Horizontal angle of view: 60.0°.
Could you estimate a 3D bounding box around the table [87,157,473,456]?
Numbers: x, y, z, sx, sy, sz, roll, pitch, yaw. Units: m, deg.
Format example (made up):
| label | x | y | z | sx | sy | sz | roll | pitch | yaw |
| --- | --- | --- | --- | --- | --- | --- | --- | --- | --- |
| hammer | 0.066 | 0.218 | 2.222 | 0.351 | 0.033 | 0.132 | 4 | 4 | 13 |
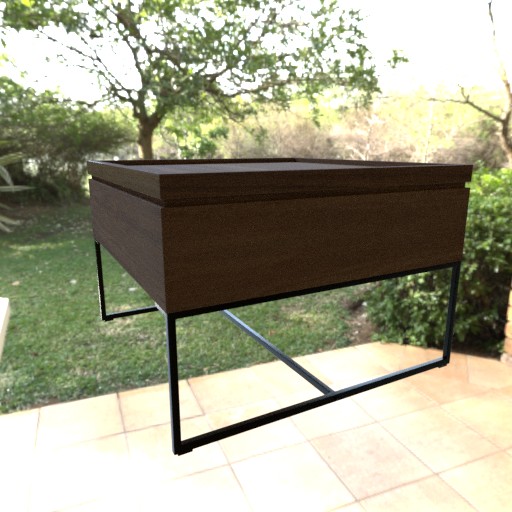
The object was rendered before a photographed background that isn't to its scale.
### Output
| label | x | y | z | sx | sy | sz | roll | pitch | yaw |
| --- | --- | --- | --- | --- | --- | --- | --- | --- | --- |
| table | 0.000 | 0.000 | 1.122 | 0.676 | 0.464 | 0.679 | -7 | 16 | -28 |
